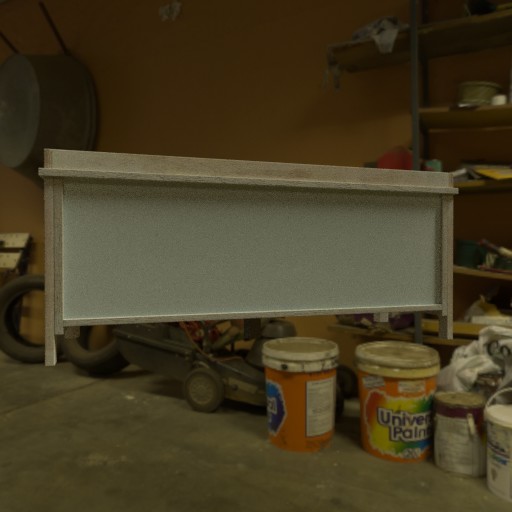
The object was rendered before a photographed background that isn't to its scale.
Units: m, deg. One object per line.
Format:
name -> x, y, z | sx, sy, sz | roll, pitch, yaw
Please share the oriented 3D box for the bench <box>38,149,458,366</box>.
bench -> 0.000, 0.000, 1.354 | 1.140, 0.501, 0.398 | 0, 1, -16
